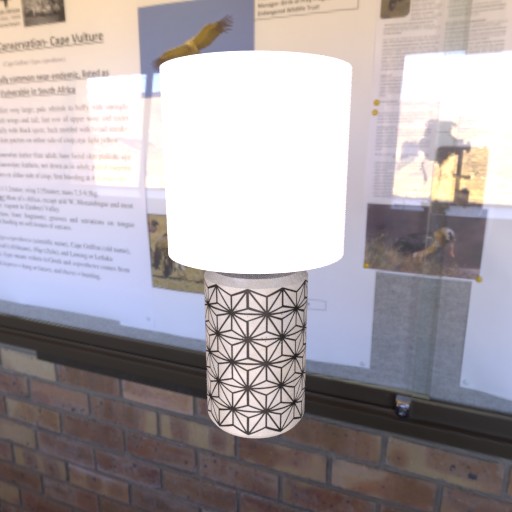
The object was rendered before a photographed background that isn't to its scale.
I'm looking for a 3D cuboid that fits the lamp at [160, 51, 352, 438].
[{"bbox_3d":[0.000,0.000,0.533,0.206,0.416,0.206,-2,14,-9],"label":"lamp"}]
